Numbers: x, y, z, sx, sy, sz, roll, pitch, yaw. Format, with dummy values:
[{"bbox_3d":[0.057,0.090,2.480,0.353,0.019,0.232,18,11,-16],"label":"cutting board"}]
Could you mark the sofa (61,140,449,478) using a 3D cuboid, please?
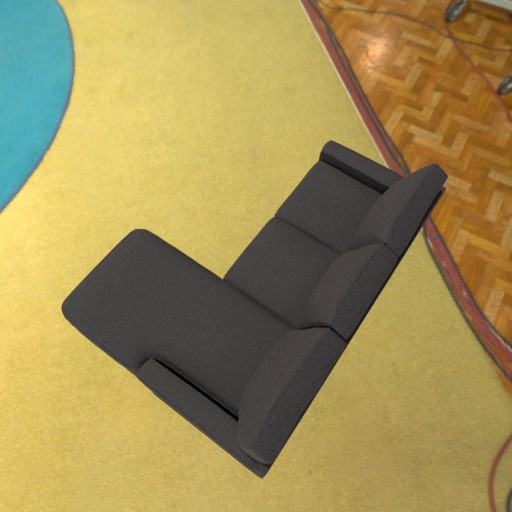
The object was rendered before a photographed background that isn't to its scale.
[{"bbox_3d":[0.000,0.000,3.290,1.790,0.973,2.370,32,68,15],"label":"sofa"}]
